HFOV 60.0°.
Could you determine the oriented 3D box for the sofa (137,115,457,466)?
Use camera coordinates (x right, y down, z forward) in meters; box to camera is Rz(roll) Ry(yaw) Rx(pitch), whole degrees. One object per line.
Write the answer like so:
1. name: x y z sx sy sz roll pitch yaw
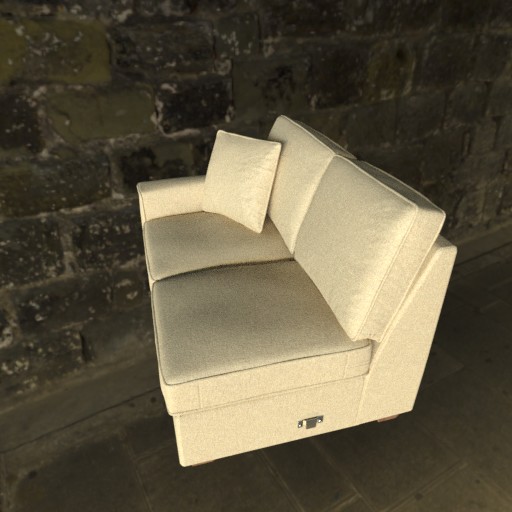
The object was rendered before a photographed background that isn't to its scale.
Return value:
1. sofa: 0.000 0.000 2.032 0.991 0.989 1.388 -8 32 -14
